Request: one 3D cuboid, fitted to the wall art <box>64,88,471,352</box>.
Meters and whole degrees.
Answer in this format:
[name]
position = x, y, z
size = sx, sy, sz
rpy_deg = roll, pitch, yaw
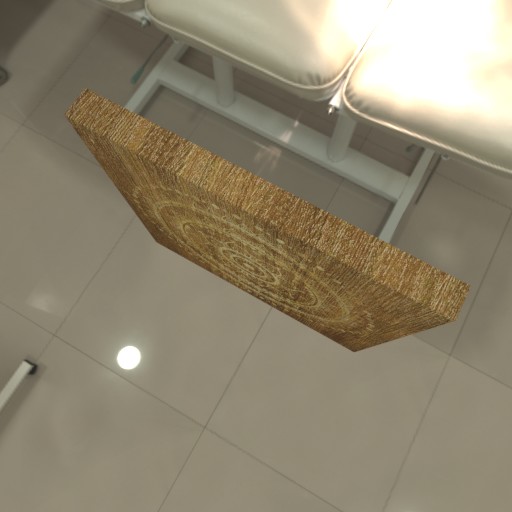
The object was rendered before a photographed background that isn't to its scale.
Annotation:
[wall art]
position = 0.000, 0.000, 0.597
size = 0.406, 0.403, 0.039
rpy_deg = 28, 76, 8
